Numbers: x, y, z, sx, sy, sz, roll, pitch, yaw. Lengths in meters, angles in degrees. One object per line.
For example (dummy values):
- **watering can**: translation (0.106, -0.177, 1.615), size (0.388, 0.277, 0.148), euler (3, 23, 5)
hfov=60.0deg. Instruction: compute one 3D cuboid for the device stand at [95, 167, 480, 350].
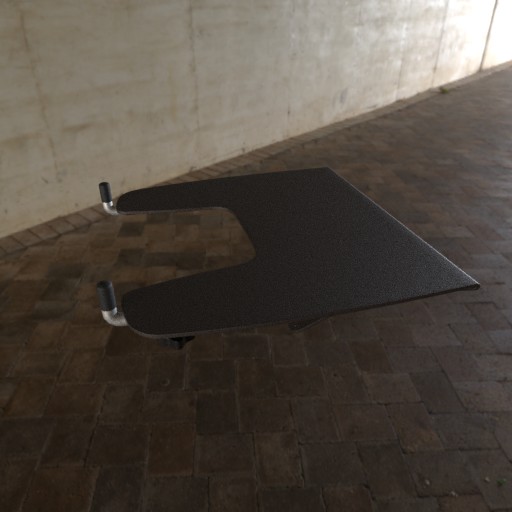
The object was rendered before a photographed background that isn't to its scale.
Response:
- **device stand**: translation (0.000, 0.000, 0.359), size (0.230, 0.092, 0.230), euler (-9, 32, -14)
